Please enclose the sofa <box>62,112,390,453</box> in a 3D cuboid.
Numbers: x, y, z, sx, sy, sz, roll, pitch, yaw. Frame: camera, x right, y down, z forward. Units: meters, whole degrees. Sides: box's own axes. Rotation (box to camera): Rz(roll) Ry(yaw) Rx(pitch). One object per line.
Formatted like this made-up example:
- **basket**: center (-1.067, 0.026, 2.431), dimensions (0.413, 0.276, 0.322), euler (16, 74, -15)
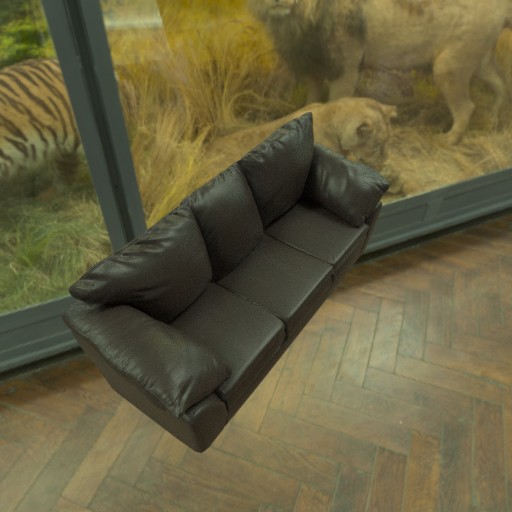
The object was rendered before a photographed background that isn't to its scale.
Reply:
- **sofa**: center (0.000, 0.000, 2.908), dimensions (0.907, 1.091, 2.390), euler (25, 48, 25)
